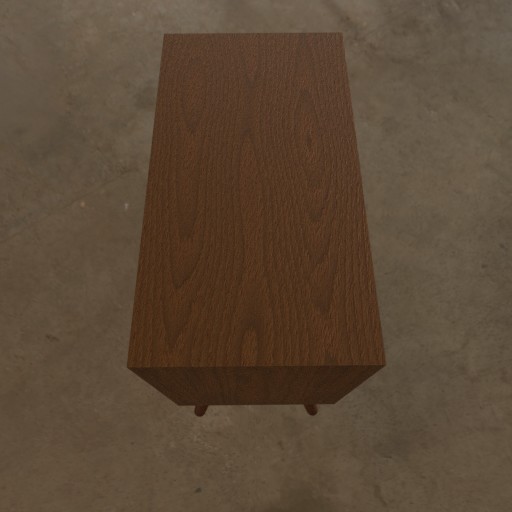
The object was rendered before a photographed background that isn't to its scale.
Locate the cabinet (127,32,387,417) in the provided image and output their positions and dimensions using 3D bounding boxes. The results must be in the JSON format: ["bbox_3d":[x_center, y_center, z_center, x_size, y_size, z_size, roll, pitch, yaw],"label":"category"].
[{"bbox_3d":[0.000,0.000,1.141,0.388,0.748,0.712,-1,65,0],"label":"cabinet"}]
